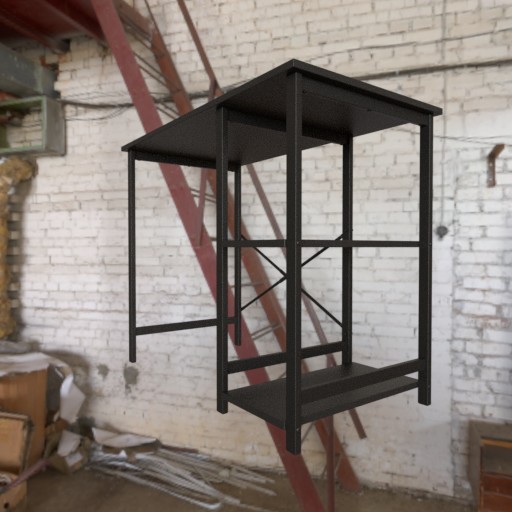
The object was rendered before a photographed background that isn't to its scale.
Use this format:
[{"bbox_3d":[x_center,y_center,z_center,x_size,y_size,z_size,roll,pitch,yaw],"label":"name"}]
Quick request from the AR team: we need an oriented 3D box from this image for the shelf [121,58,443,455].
[{"bbox_3d":[0.000,0.000,1.333,0.498,0.749,0.902,-1,1,-37],"label":"shelf"}]
